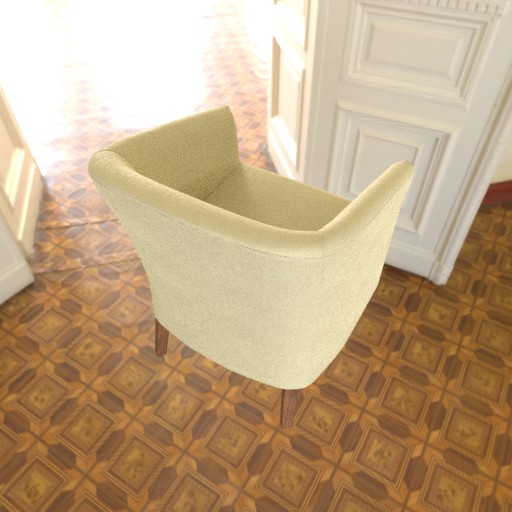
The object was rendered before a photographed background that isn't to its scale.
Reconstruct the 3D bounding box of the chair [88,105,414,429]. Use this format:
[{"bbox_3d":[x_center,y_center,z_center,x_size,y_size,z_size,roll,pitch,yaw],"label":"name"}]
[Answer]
[{"bbox_3d":[0.000,0.000,1.301,0.643,0.822,0.657,24,51,21],"label":"chair"}]
